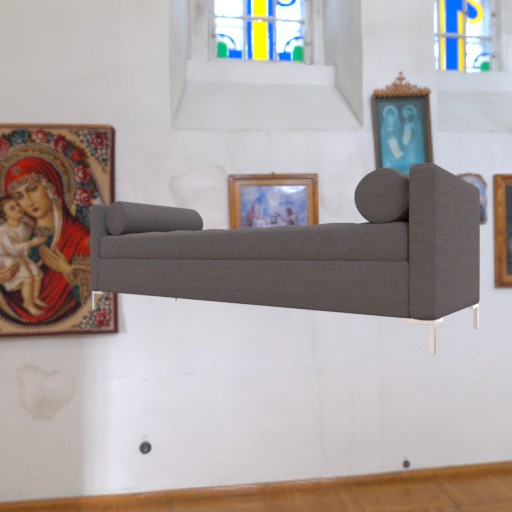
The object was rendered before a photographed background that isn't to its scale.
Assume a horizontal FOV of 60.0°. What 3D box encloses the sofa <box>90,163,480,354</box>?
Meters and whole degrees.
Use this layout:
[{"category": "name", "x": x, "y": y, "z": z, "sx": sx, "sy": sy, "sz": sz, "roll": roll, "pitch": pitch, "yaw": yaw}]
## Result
[{"category": "sofa", "x": 0.000, "y": 0.000, "z": 2.294, "sx": 1.981, "sy": 0.635, "sz": 0.686, "roll": 0, "pitch": 0, "yaw": 38}]
